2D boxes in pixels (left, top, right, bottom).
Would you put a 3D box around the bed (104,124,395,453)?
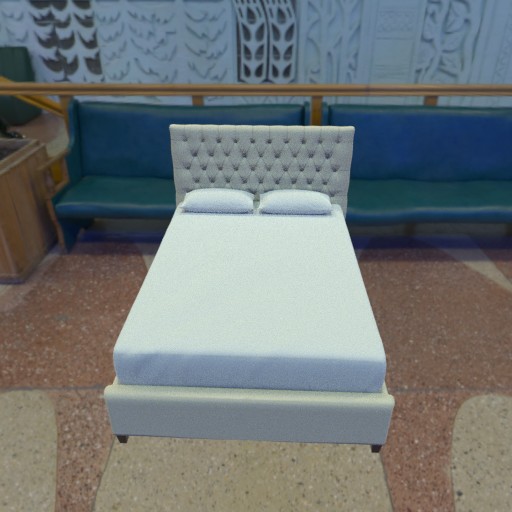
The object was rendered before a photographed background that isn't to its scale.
[{"bbox_3d":[0.000,0.000,3.414,1.698,1.427,2.387,1,30,2],"label":"bed"}]
